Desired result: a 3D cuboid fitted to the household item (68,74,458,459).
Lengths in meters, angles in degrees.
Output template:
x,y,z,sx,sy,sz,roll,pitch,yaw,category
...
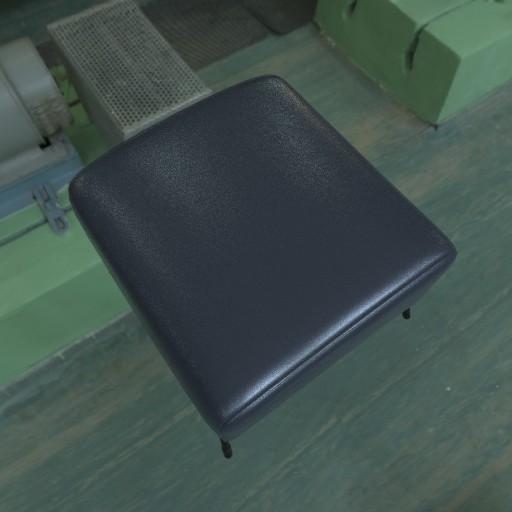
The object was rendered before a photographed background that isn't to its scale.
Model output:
x,y,z,sx,sy,sz,roll,pitch,yaw,category
0.000,0.000,0.893,0.530,0.410,0.530,-33,68,-15,household item
